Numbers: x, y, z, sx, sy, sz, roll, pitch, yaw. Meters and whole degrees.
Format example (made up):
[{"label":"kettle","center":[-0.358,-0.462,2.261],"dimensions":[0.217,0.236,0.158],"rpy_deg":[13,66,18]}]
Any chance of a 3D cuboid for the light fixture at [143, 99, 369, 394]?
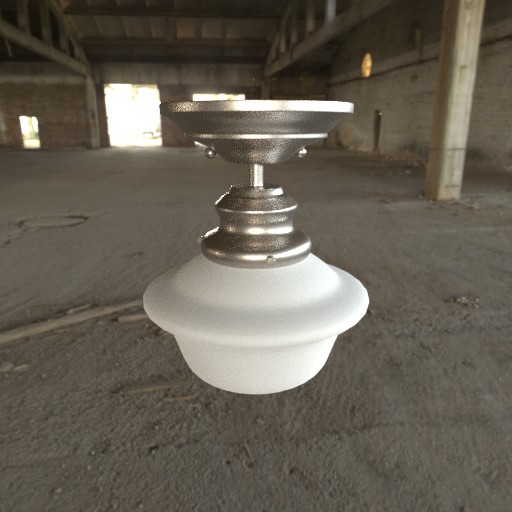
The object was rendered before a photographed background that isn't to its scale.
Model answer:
[{"label":"light fixture","center":[0.000,0.000,0.391],"dimensions":[0.199,0.254,0.199],"rpy_deg":[0,17,0]}]
